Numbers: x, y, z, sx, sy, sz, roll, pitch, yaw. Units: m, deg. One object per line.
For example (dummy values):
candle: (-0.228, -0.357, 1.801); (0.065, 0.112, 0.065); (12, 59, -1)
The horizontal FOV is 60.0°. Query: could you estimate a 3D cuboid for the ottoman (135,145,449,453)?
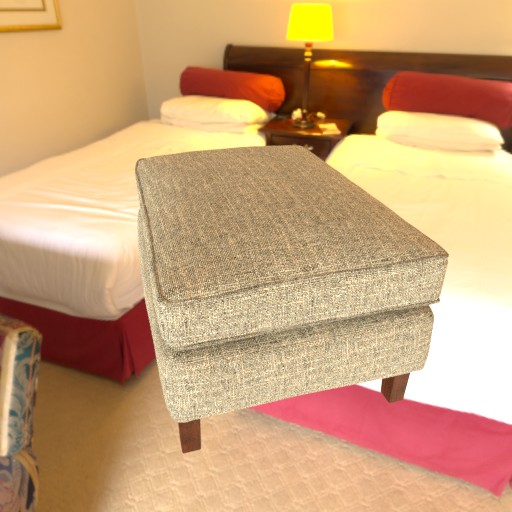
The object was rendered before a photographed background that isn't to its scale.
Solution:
ottoman: (0.000, 0.000, 0.998); (0.508, 0.406, 0.686); (-8, 30, -14)
